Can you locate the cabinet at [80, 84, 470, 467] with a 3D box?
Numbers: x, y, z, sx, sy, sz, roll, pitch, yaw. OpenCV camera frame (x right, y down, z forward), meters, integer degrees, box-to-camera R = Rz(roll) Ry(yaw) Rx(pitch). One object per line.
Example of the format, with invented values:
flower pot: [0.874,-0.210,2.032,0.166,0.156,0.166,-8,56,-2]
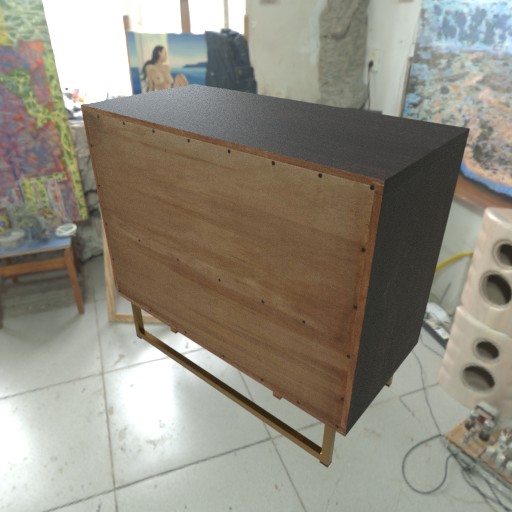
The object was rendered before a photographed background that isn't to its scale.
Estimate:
cabinet: [0.000,0.000,1.386,0.950,0.860,0.451,23,38,34]
